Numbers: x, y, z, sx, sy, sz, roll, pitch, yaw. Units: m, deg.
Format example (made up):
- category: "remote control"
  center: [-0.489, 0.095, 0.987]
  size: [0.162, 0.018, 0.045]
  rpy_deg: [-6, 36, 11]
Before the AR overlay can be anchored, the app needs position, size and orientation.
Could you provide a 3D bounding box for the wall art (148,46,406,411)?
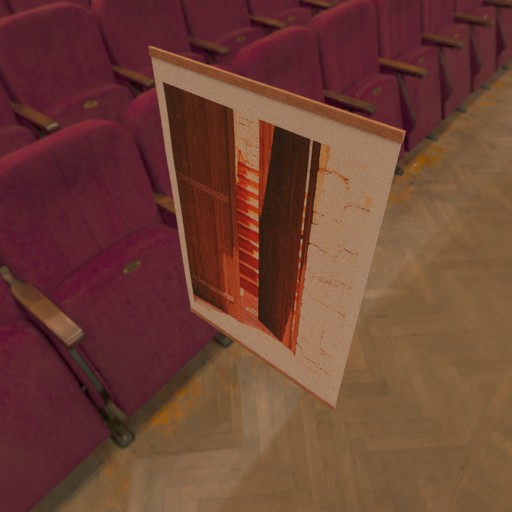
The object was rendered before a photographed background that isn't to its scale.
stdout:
- category: "wall art"
  center: [0.000, 0.000, 1.929]
  size: [1.019, 1.527, 0.019]
  rpy_deg: [30, 51, 27]
